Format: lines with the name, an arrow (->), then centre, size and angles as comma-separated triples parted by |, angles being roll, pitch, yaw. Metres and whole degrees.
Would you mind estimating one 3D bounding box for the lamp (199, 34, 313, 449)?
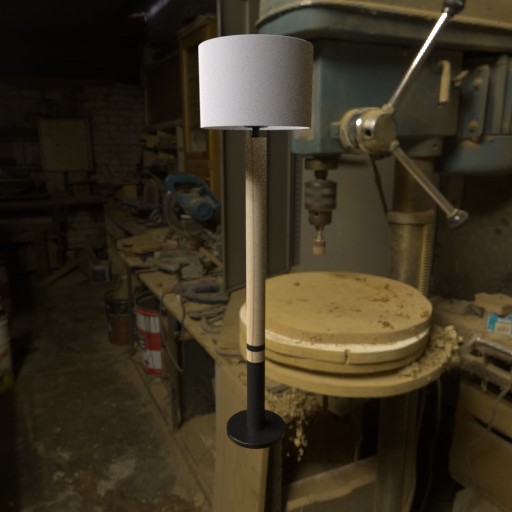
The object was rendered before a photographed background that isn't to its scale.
lamp -> 0.000, 0.000, 1.653 | 0.381, 1.478, 0.381 | -7, 16, -26
